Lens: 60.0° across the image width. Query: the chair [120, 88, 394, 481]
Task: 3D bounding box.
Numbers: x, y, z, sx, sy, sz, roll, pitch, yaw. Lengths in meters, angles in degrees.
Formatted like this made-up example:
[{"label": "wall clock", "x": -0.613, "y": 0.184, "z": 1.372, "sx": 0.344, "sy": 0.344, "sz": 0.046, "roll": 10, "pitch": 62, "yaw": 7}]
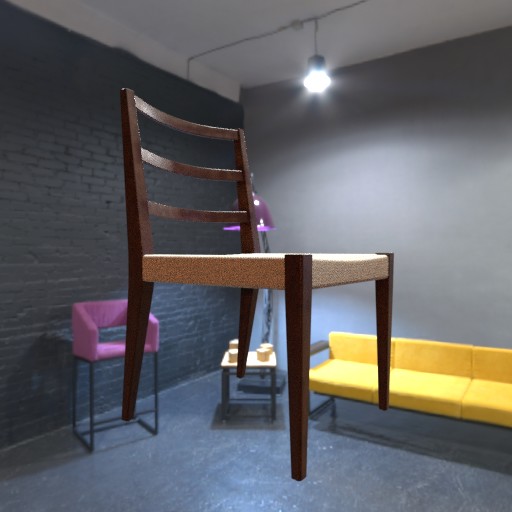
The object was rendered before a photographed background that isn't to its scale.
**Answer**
[{"label": "chair", "x": 0.000, "y": 0.000, "z": 1.133, "sx": 0.551, "sy": 0.813, "sz": 0.480, "roll": 1, "pitch": 1, "yaw": 36}]
